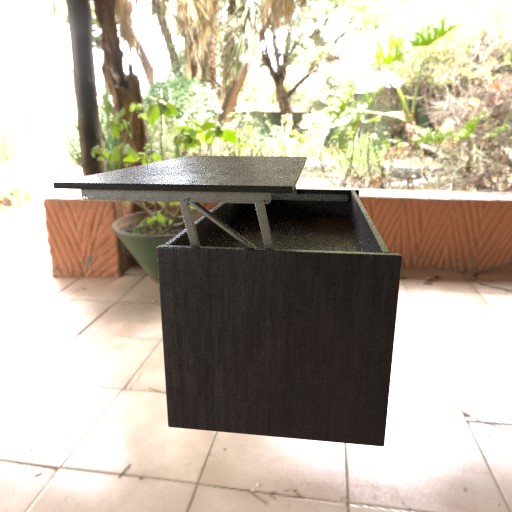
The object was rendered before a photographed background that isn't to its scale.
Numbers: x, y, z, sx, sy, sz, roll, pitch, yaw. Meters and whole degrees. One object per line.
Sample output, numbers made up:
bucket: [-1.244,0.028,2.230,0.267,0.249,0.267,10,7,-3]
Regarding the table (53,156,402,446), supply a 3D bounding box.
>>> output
table: [0.000,0.000,1.425,0.712,0.570,1.000,2,16,8]
